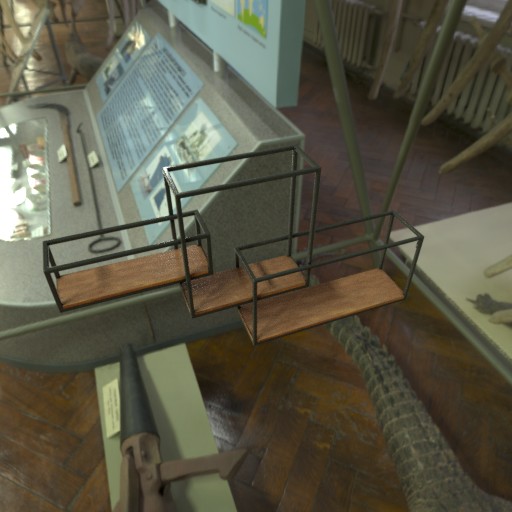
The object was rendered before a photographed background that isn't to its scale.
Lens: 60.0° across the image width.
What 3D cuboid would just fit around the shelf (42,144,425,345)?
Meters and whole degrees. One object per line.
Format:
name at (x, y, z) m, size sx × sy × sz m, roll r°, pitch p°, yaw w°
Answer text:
shelf at (0.000, 0.000, 2.141) m, size 1.781 × 0.972 × 0.275 m, roll -14°, pitch 41°, yaw -16°
